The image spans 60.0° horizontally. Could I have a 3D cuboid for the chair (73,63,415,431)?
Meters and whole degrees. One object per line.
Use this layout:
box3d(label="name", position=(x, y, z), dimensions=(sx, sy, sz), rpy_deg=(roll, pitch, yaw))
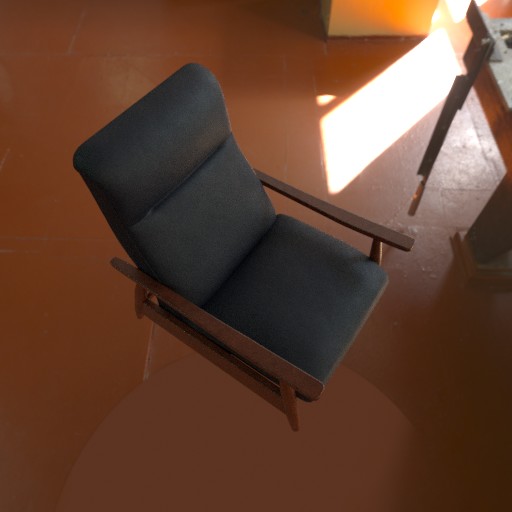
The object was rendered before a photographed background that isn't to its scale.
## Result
box3d(label="chair", position=(0.000, 0.000, 1.802), dimensions=(1.014, 1.082, 0.762), rpy_deg=(31, 62, 18))
